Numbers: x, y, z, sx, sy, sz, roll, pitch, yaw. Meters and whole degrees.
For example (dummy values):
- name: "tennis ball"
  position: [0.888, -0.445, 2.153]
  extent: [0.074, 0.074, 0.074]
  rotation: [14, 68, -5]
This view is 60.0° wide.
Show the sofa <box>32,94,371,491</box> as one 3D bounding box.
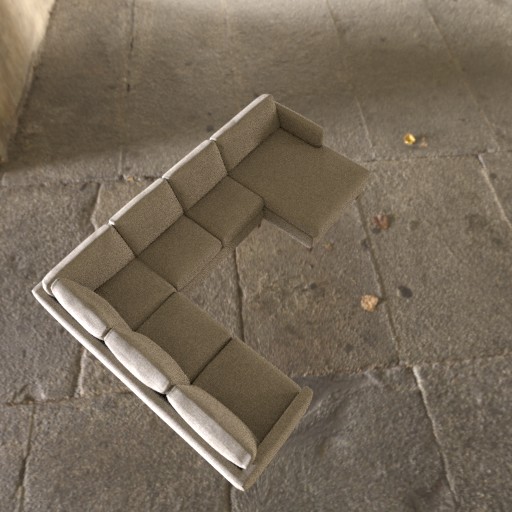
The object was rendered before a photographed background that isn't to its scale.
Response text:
- name: "sofa"
  position: [0.000, 0.000, 4.534]
  extent: [2.593, 0.959, 3.460]
  rotation: [35, 65, 19]
